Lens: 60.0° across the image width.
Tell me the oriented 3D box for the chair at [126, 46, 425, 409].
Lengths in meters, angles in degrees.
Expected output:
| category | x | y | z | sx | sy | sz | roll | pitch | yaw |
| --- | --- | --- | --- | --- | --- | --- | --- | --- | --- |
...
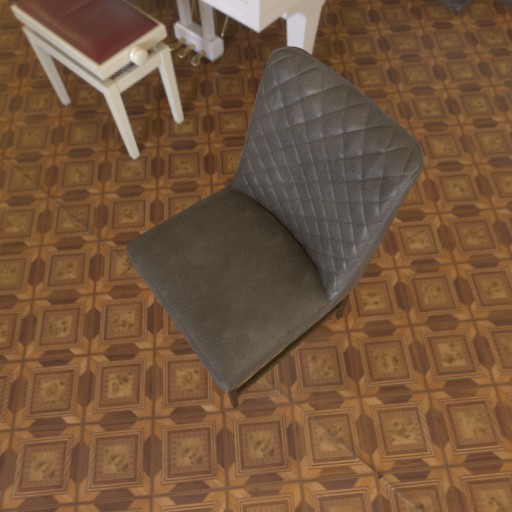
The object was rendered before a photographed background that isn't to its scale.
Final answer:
| category | x | y | z | sx | sy | sz | roll | pitch | yaw |
| --- | --- | --- | --- | --- | --- | --- | --- | --- | --- |
| chair | 0.000 | 0.000 | 1.265 | 0.587 | 0.889 | 0.508 | -34 | 68 | -16 |
